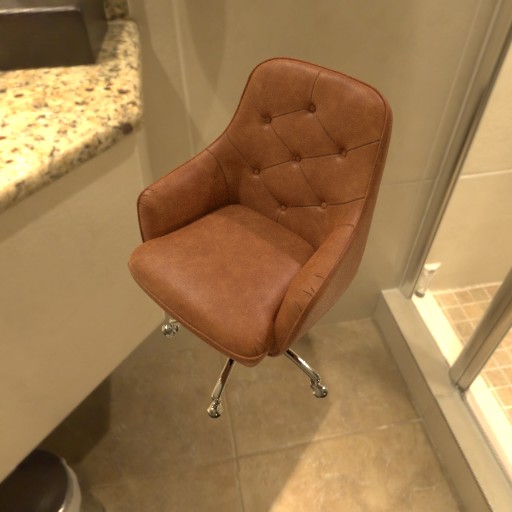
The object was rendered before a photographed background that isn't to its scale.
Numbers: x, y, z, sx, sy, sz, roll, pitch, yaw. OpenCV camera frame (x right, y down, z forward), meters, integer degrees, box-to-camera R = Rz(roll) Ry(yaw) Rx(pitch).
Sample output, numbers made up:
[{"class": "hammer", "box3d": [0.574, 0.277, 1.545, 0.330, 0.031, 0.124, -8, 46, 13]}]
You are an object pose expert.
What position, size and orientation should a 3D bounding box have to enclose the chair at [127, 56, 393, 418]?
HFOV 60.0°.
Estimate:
[{"class": "chair", "box3d": [0.000, 0.000, 1.288, 0.628, 0.909, 0.615, 32, 54, 28]}]
